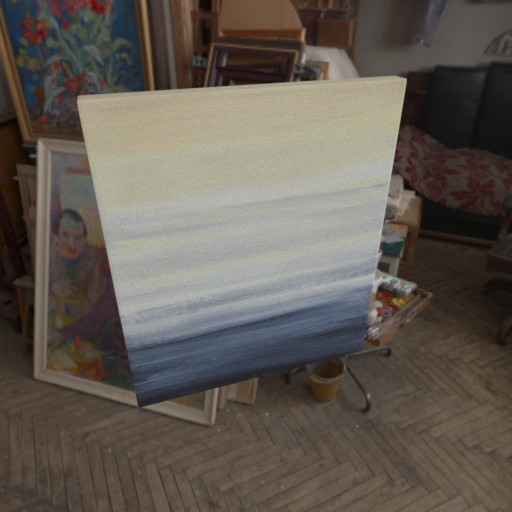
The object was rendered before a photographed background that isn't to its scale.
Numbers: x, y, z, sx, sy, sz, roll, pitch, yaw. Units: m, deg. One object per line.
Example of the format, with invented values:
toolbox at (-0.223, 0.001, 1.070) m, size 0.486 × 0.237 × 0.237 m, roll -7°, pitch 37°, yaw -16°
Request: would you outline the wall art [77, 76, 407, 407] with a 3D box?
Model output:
wall art at (0.000, 0.000, 0.975) m, size 0.608 × 0.710 × 0.041 m, roll -10°, pitch 33°, yaw -16°
